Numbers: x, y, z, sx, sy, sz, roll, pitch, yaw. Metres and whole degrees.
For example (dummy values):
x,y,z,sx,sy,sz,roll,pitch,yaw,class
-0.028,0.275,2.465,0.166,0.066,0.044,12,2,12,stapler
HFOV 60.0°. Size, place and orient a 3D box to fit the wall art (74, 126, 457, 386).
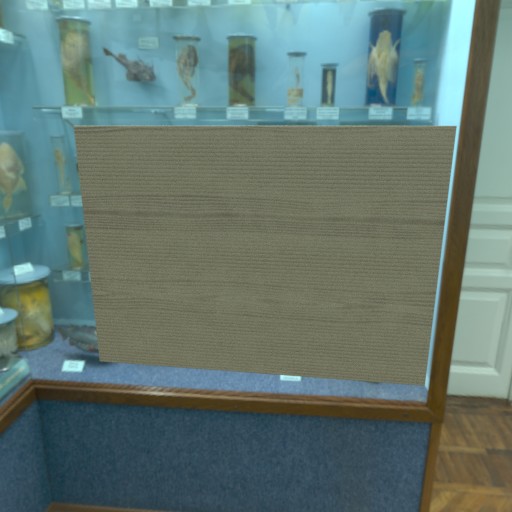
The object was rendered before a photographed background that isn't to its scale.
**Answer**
x,y,z,sx,sy,sz,roll,pitch,yaw,class
0.000,0.000,1.081,0.841,0.609,0.063,2,17,8,wall art
